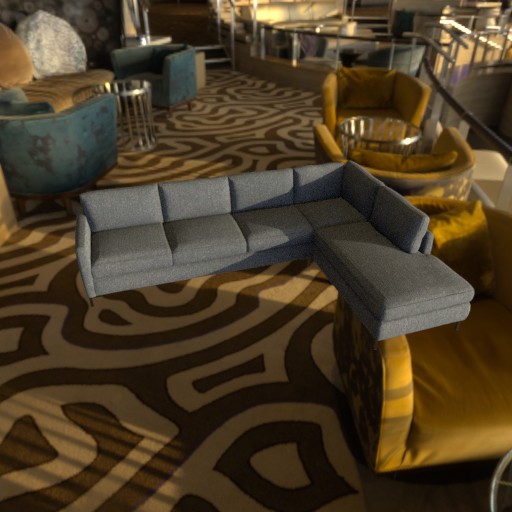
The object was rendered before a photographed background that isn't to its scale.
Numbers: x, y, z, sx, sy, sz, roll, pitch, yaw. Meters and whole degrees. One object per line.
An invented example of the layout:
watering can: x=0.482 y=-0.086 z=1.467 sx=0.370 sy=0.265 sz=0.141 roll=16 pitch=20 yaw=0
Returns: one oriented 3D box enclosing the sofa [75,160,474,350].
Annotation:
sofa: x=0.000 y=0.000 z=3.827 sx=2.949 sy=0.815 sz=2.007 roll=-10 pitch=34 yaw=-15
